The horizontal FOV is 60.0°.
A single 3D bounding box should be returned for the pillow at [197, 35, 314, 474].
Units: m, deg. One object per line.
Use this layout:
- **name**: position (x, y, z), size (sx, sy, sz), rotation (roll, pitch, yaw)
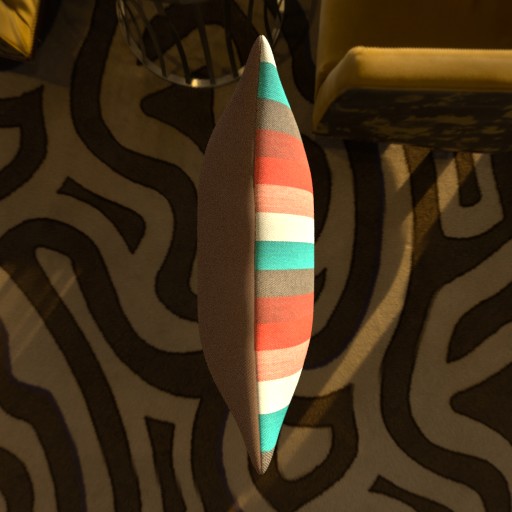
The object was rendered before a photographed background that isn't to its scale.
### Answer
- **pillow**: position (0.000, 0.000, 0.674), size (0.168, 0.443, 0.453), rotation (0, 90, -1)
